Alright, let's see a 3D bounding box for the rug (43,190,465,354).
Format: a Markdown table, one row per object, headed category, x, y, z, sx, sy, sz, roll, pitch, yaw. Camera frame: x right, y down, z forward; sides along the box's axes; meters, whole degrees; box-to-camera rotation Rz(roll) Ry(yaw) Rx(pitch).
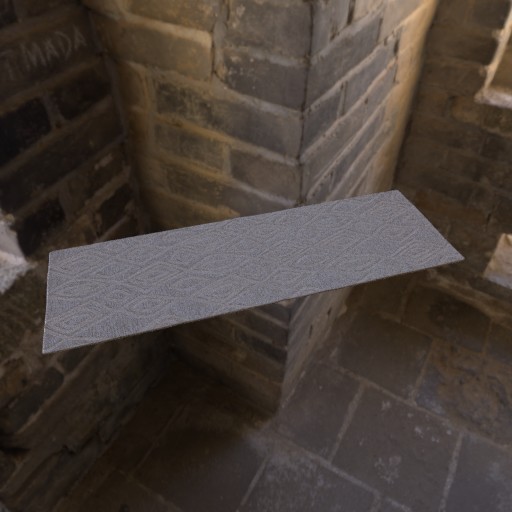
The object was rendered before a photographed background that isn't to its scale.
| category | x | y | z | sx | sy | sz | roll | pitch | yaw |
| --- | --- | --- | --- | --- | --- | --- | --- | --- | --- |
| rug | 0.000 | 0.000 | 2.724 | 2.436 | 0.013 | 0.807 | -11 | 43 | -12 |
